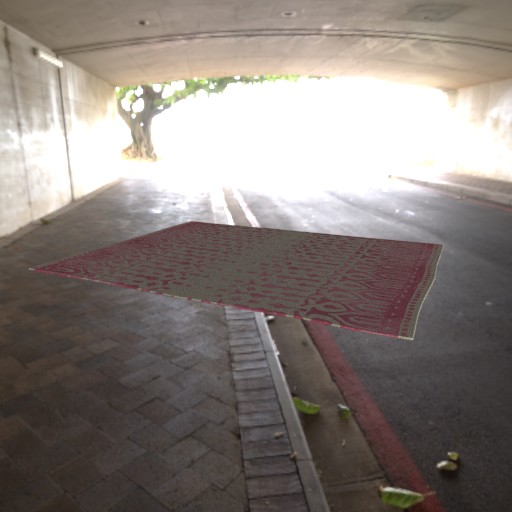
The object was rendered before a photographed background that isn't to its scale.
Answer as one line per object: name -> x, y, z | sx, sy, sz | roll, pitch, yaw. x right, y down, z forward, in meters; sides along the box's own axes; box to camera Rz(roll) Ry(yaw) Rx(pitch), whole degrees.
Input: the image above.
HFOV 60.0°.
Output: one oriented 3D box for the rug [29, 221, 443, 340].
rug -> 0.000, 0.000, 4.103 | 3.095, 0.016, 2.441 | 7, 17, 25
